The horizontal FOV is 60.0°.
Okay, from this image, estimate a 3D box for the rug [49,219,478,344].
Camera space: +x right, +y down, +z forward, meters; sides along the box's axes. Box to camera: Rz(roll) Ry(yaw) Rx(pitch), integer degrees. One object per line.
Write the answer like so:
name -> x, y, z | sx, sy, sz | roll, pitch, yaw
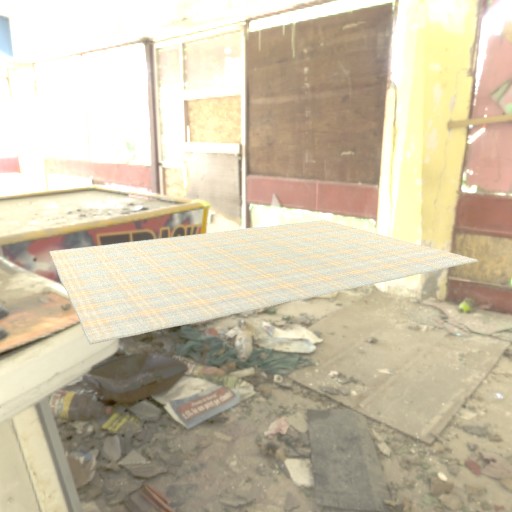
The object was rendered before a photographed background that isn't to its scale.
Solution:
rug -> 0.000, 0.000, 2.264 | 1.835, 0.012, 1.231 | -9, 18, -28
